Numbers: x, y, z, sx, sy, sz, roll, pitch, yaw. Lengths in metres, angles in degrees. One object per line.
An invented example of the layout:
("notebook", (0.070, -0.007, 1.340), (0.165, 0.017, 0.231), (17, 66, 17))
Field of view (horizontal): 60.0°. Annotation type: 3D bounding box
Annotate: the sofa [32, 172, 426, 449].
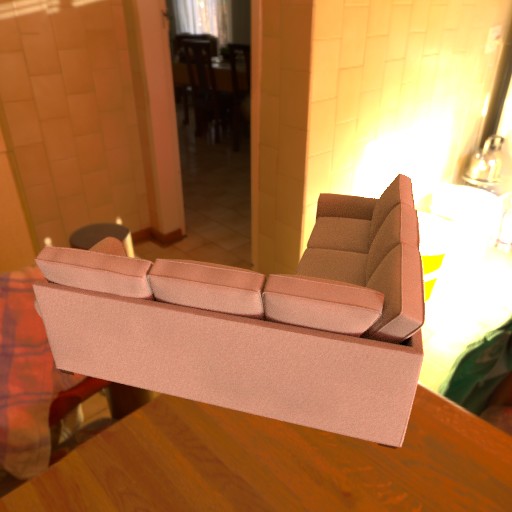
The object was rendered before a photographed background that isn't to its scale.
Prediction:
("sofa", (0.000, 0.000, 3.809), (2.562, 1.053, 2.487), (8, 31, 14))
